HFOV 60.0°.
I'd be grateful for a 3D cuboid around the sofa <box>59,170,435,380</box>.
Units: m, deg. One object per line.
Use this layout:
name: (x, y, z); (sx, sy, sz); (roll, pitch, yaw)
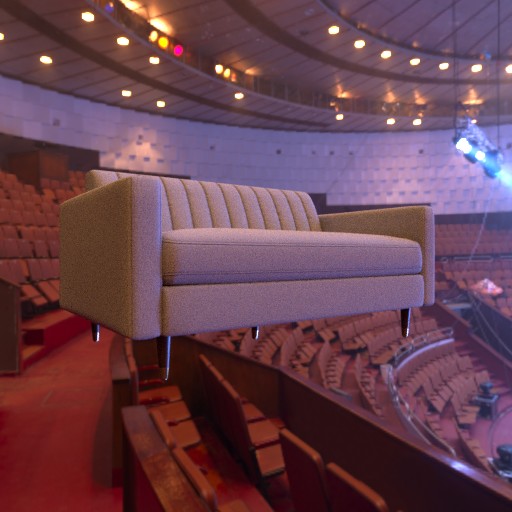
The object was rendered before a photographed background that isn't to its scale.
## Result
sofa: (0.000, 0.000, 2.136); (1.585, 0.801, 0.950); (0, 1, -36)
